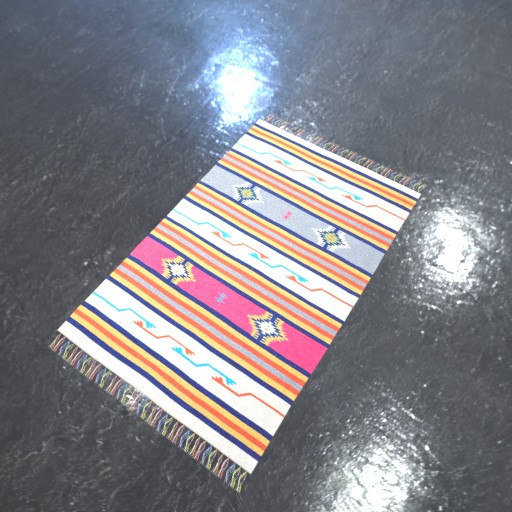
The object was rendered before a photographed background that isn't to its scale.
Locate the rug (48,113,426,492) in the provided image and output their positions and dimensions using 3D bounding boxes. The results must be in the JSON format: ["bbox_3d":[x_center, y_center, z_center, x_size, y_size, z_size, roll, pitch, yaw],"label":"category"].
[{"bbox_3d":[0.000,0.000,2.250,1.084,0.013,1.849,30,63,17],"label":"rug"}]
